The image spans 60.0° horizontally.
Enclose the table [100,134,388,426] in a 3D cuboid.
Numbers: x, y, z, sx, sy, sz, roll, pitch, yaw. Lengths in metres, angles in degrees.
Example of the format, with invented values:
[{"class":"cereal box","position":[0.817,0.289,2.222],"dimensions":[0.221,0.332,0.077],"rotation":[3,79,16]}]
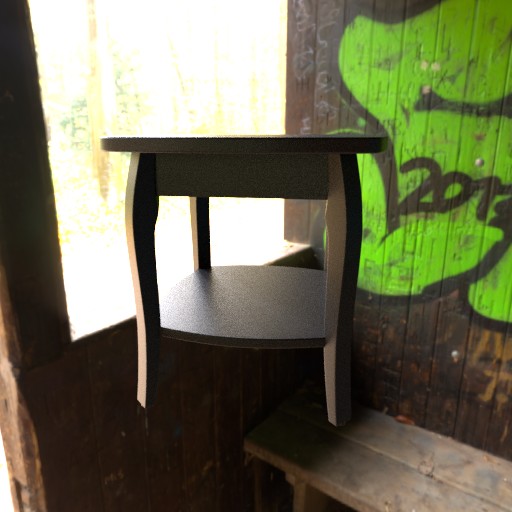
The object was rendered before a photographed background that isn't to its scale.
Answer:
[{"class":"table","position":[0.000,0.000,0.870],"dimensions":[0.457,0.457,0.508],"rotation":[2,16,8]}]
